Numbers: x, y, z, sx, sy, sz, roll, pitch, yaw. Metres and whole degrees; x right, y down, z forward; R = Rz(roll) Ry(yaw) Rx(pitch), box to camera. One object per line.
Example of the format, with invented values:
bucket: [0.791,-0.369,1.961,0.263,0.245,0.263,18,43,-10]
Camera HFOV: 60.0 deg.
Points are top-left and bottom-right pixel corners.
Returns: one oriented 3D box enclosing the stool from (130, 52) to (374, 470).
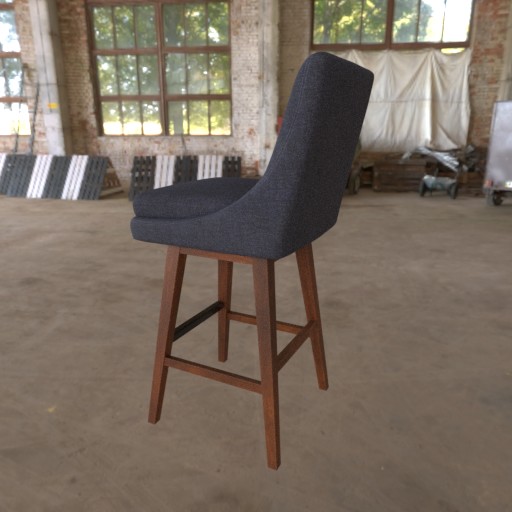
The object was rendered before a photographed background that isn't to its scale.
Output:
stool: [0.000,0.000,1.353,0.572,1.068,0.489,8,19,26]
